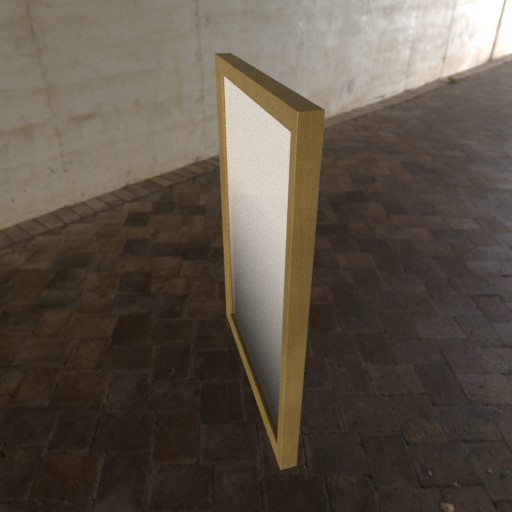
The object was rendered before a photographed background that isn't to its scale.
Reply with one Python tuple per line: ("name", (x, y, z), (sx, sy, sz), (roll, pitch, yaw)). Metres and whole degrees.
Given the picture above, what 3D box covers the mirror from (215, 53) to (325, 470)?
("mirror", (0.000, 0.000, 0.921), (0.040, 0.710, 0.507), (-8, 33, -13))
